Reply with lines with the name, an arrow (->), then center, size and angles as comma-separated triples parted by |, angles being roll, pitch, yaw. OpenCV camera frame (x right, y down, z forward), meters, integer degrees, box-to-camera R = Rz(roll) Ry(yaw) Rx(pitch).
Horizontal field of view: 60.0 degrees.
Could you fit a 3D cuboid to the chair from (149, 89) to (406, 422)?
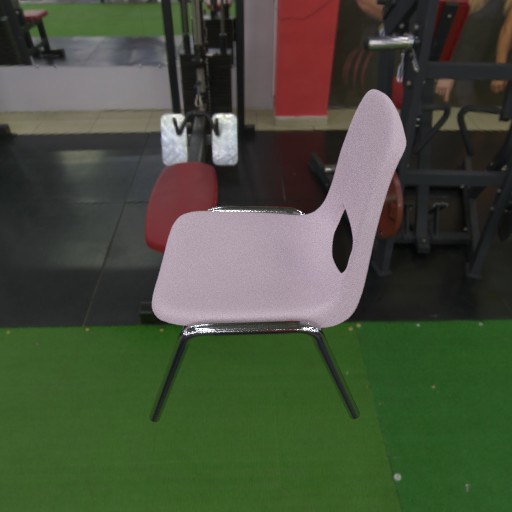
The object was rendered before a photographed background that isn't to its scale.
chair -> 0.000, 0.000, 0.829 | 0.423, 0.586, 0.354 | 1, 41, 1
